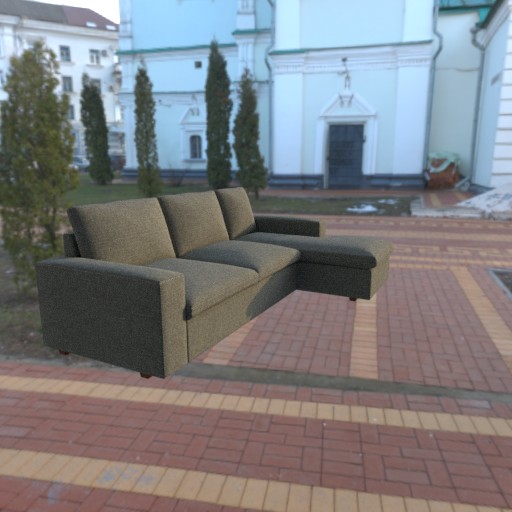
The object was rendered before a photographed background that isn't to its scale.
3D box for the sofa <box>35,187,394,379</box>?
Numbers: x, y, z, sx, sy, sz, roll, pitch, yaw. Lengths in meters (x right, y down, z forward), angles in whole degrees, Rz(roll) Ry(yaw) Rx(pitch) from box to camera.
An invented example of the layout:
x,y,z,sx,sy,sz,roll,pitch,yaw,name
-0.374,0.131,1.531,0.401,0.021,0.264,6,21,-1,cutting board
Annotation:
x,y,z,sx,sy,sz,roll,pitch,yaw,name
0.000,0.000,3.565,1.689,0.940,2.718,6,14,27,sofa
